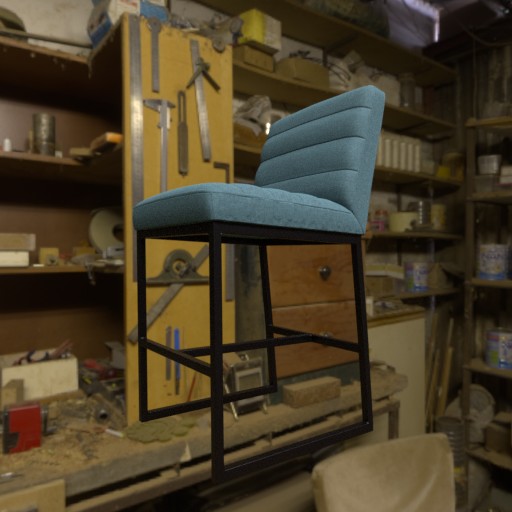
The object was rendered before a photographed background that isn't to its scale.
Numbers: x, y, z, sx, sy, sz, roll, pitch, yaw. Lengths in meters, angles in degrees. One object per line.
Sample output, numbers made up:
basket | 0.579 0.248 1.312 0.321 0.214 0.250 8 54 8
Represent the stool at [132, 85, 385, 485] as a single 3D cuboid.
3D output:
stool | 0.000 0.000 1.235 0.560 0.940 0.460 0 0 -35
